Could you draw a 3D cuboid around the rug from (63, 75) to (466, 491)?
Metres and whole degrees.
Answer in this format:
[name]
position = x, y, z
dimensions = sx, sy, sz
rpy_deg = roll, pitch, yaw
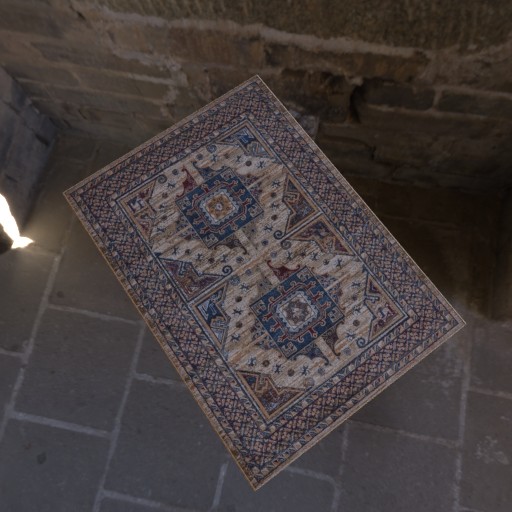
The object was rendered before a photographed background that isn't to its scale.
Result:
[rug]
position = 0.000, 0.000, 2.862
dimensions = 1.611, 0.008, 2.227
rpy_deg = -35, 77, -9
